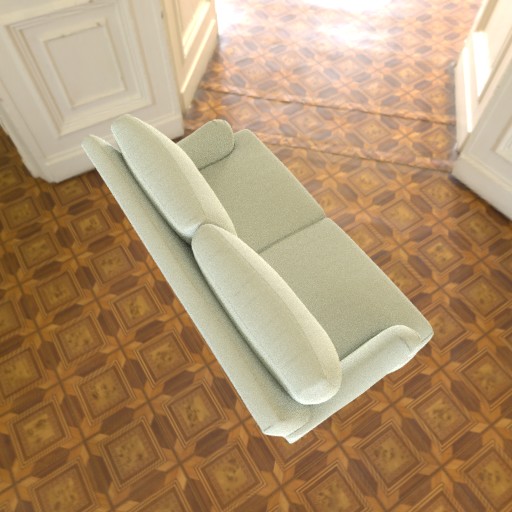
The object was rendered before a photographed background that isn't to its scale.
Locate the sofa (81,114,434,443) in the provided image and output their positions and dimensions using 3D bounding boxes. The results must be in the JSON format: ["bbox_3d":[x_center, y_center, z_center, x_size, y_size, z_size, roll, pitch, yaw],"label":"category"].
[{"bbox_3d":[0.000,0.000,2.515,1.084,1.101,1.853,-30,63,-17],"label":"sofa"}]
